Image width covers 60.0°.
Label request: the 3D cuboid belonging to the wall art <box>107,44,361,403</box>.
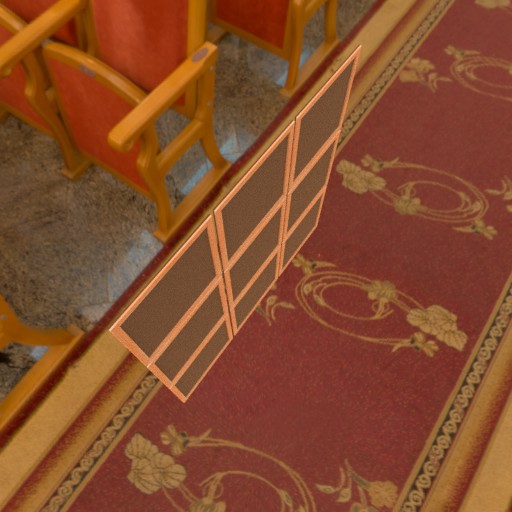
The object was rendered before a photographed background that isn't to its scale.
[{"bbox_3d":[0.000,0.000,2.284,0.013,1.525,1.520,33,68,15],"label":"wall art"}]
